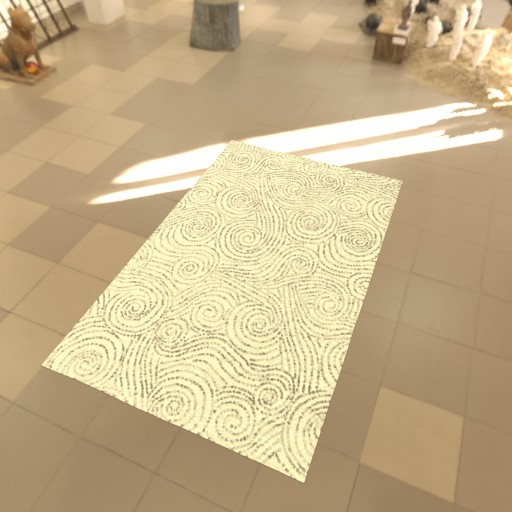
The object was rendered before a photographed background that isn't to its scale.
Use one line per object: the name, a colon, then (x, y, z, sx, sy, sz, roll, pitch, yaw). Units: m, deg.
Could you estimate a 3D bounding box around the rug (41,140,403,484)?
rug: (0.000, 0.000, 2.988, 1.524, 0.005, 2.439, 17, 49, 16)
